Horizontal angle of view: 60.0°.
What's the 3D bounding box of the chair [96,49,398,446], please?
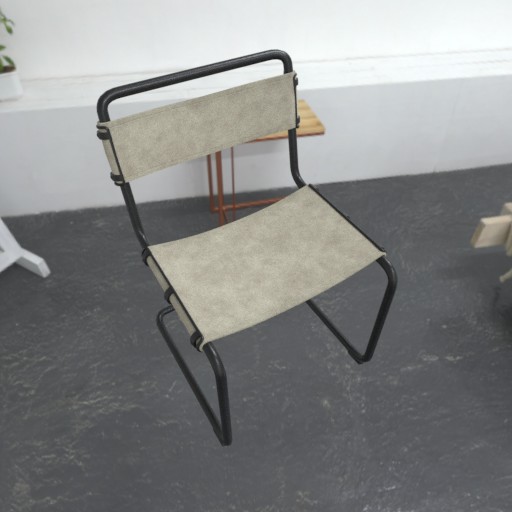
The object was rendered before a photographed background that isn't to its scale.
[{"bbox_3d":[0.000,0.000,1.078,0.499,0.747,0.497,-24,50,-21],"label":"chair"}]
